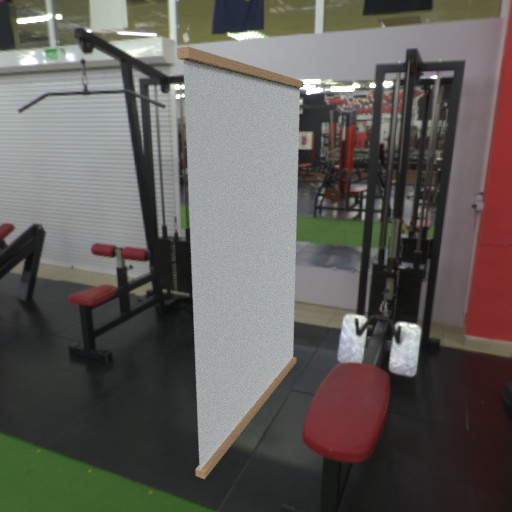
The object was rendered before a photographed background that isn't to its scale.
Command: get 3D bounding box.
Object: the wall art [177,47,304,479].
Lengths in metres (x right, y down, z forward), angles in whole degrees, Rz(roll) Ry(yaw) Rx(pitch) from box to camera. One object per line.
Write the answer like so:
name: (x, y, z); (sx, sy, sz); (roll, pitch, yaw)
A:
wall art: (0.000, 0.000, 0.650); (0.013, 0.510, 0.335); (7, 17, 25)
